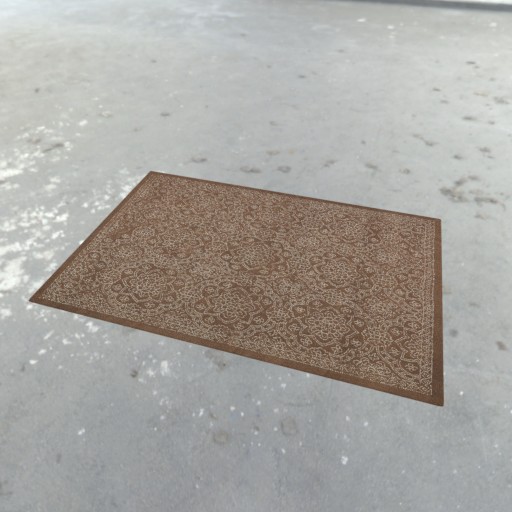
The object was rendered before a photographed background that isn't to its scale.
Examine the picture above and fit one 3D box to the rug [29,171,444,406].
[{"bbox_3d":[0.000,0.000,2.281,1.829,0.010,1.219,11,42,13],"label":"rug"}]
